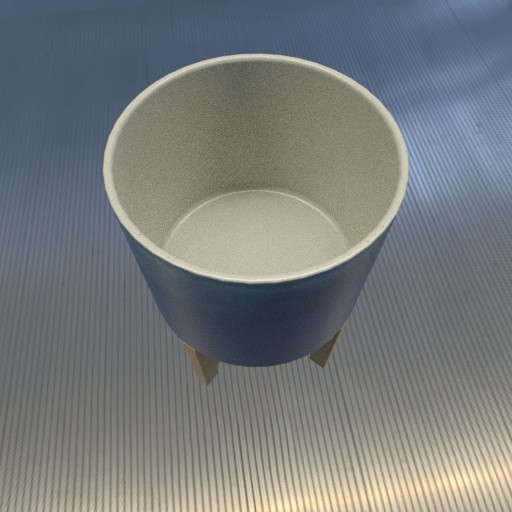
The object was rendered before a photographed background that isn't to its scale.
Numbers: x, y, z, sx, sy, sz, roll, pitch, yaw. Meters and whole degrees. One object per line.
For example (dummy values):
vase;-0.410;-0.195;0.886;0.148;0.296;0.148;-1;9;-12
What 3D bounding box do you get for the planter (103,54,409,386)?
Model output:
planter;0.000;0.000;0.540;0.261;0.367;0.261;0;59;0
